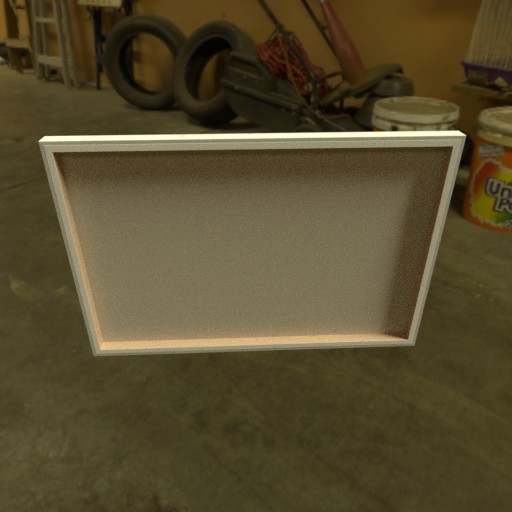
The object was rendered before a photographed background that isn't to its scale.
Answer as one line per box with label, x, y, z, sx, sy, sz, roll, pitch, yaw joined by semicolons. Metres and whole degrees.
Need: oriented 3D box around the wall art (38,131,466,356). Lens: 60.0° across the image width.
wall art;0.000;0.000;1.121;0.915;0.610;0.038;-1;31;-2
